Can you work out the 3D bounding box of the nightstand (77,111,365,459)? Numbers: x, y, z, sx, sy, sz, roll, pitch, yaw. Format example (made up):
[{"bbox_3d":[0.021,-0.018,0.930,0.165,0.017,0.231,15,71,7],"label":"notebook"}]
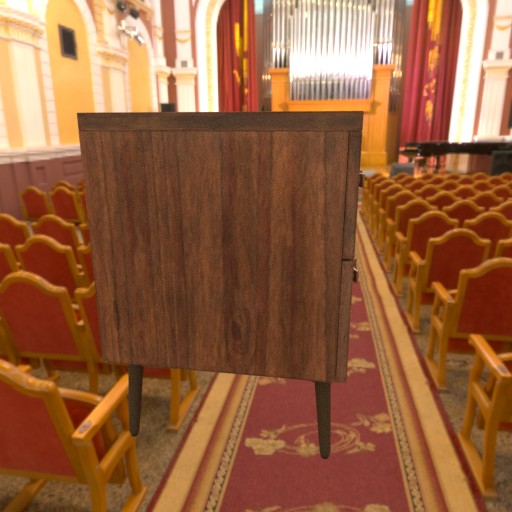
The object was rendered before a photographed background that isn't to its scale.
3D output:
[{"bbox_3d":[0.000,0.000,1.019,0.458,0.610,0.610,3,16,9],"label":"nightstand"}]
